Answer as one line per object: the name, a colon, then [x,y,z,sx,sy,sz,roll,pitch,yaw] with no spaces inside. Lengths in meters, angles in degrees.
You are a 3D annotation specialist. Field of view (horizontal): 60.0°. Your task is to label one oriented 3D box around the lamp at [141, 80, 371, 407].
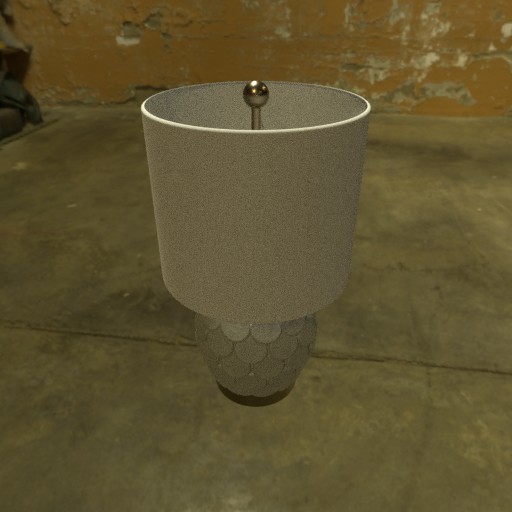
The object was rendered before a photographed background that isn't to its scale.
lamp: [0.000,0.000,0.606,0.254,0.452,0.254,0,31,0]
